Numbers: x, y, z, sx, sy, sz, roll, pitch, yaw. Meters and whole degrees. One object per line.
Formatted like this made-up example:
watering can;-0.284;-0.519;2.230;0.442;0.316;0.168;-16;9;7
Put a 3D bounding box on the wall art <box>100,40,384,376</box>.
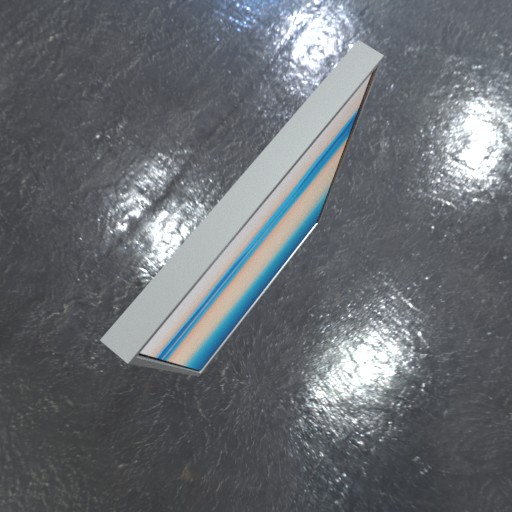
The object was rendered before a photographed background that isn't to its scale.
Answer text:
wall art;0.000;0.000;0.747;0.037;0.554;0.453;37;77;10
